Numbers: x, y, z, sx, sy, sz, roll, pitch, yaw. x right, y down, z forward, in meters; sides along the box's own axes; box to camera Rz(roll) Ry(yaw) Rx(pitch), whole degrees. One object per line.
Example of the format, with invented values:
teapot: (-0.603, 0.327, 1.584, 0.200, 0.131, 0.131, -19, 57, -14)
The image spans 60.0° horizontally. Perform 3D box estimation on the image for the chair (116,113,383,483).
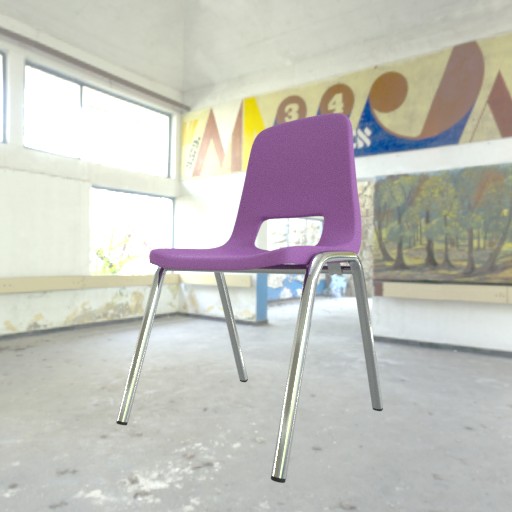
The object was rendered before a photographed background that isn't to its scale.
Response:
chair: (0.000, 0.000, 0.679, 0.291, 0.493, 0.301, 0, 0, 37)
